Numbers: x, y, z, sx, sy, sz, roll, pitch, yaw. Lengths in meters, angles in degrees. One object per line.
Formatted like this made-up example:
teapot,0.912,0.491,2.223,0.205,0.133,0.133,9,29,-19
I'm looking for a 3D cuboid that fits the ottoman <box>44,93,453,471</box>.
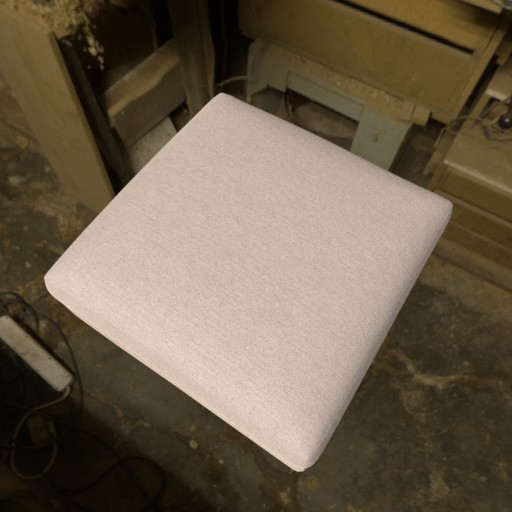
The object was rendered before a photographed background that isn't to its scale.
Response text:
ottoman,0.000,0.000,1.605,1.041,0.470,1.041,31,68,14
